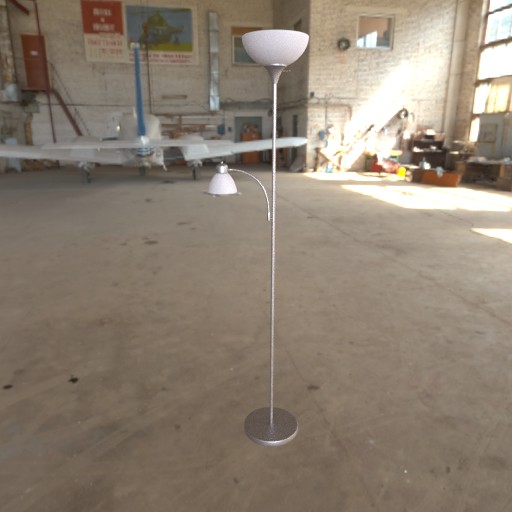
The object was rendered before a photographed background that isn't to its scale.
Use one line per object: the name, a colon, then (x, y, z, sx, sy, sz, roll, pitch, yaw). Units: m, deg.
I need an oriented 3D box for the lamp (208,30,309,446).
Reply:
lamp: (0.000, 0.000, 2.009, 0.425, 1.804, 0.279, 2, 16, 8)
